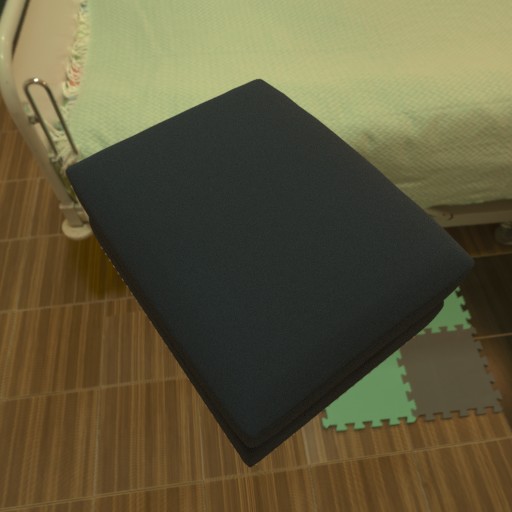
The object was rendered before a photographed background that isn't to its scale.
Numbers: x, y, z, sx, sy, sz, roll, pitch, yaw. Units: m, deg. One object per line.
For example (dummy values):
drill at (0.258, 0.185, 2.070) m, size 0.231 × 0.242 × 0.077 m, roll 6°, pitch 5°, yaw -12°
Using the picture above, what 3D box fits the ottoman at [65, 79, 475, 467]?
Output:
ottoman at (0.000, 0.000, 1.099) m, size 0.584 × 0.513 × 0.741 m, roll -32°, pitch 63°, yaw -18°
